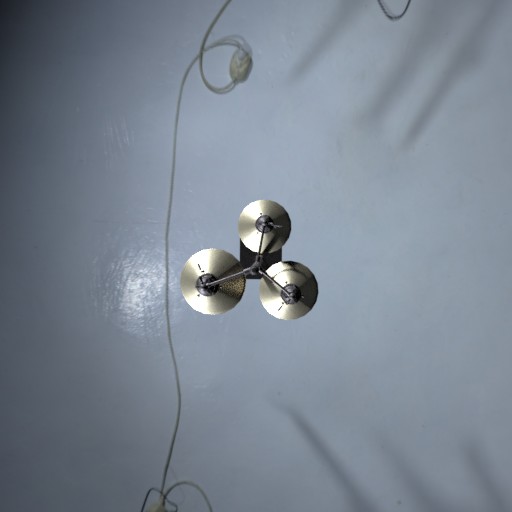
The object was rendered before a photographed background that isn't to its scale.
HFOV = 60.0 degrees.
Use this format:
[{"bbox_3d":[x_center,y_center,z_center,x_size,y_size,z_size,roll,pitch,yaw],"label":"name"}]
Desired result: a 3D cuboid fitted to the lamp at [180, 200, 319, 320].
[{"bbox_3d":[0.000,0.000,1.860,0.428,1.716,0.415,0,91,1],"label":"lamp"}]
